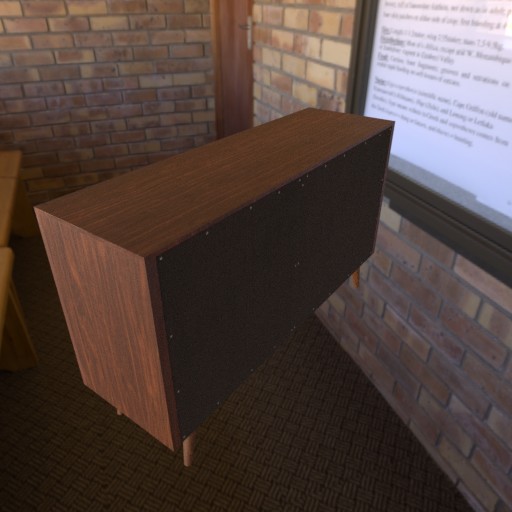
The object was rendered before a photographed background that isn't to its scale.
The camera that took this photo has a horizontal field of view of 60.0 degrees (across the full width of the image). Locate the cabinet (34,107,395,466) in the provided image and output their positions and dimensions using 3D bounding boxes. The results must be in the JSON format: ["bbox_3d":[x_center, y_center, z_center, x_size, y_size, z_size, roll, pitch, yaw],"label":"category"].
[{"bbox_3d":[0.000,0.000,1.971,0.505,0.940,1.575,21,37,31],"label":"cabinet"}]
